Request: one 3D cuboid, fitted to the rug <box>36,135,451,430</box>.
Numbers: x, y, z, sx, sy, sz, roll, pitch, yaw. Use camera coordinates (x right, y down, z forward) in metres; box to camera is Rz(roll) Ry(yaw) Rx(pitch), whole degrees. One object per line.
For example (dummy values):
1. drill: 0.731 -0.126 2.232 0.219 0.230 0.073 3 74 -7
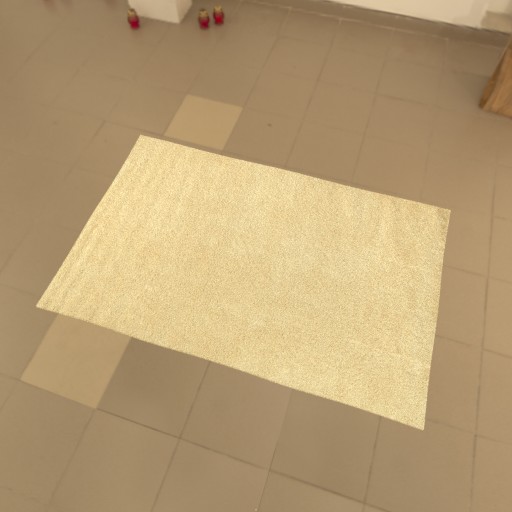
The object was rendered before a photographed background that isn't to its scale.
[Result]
1. rug: 0.000 0.000 2.893 2.346 0.025 1.500 15 61 9
